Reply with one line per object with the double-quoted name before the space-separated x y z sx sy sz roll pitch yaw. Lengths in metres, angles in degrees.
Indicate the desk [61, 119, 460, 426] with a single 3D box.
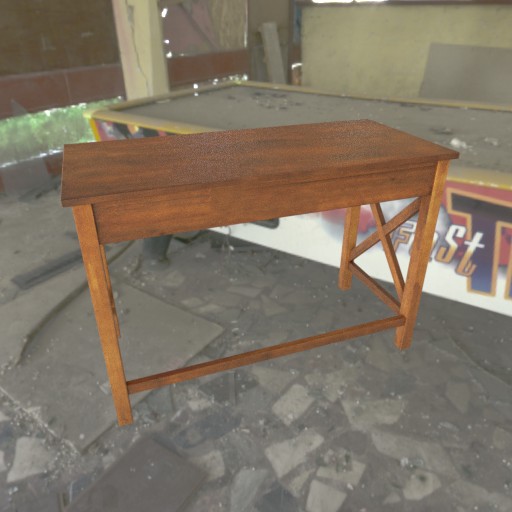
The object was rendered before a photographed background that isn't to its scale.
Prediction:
"desk" 0.000 0.000 1.554 1.117 0.762 0.508 -10 30 -17
